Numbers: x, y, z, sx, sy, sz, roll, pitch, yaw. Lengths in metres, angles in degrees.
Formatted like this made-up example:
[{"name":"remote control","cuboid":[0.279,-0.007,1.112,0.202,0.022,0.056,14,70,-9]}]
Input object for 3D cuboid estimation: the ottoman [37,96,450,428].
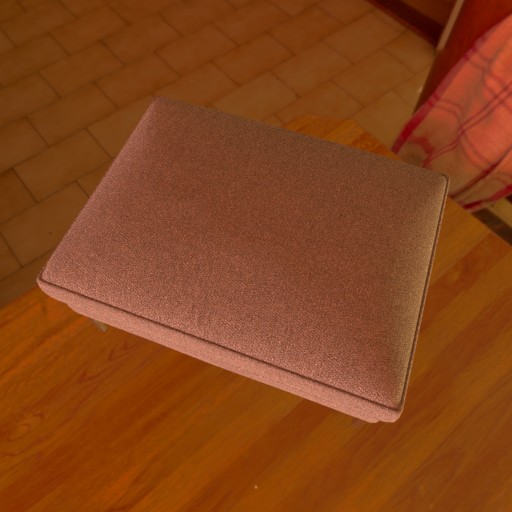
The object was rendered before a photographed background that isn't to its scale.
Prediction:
[{"name":"ottoman","cuboid":[0.000,0.000,1.117,0.785,0.464,0.583,18,64,9]}]
